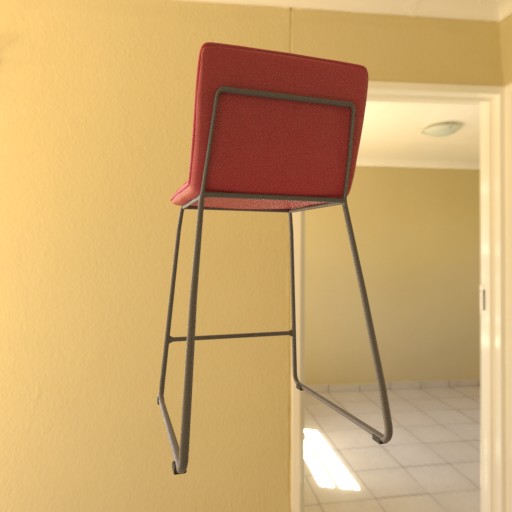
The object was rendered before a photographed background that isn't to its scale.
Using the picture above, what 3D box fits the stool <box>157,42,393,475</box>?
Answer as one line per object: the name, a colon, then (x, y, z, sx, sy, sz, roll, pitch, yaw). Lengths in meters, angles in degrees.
stool: (0.000, 0.000, 1.168, 0.489, 0.866, 0.524, 0, 0, -18)
